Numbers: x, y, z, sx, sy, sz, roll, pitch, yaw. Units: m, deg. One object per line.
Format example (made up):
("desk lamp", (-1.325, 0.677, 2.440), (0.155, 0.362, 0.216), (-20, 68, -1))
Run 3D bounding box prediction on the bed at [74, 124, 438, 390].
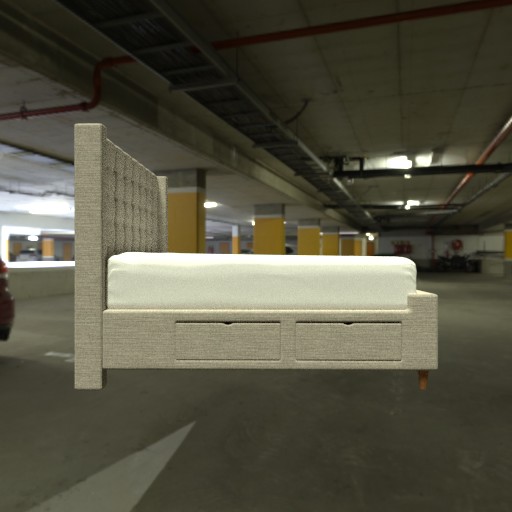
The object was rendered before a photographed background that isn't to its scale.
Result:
("bed", (0.000, 0.000, 3.881), (2.372, 1.748, 2.044), (0, 0, 1))
